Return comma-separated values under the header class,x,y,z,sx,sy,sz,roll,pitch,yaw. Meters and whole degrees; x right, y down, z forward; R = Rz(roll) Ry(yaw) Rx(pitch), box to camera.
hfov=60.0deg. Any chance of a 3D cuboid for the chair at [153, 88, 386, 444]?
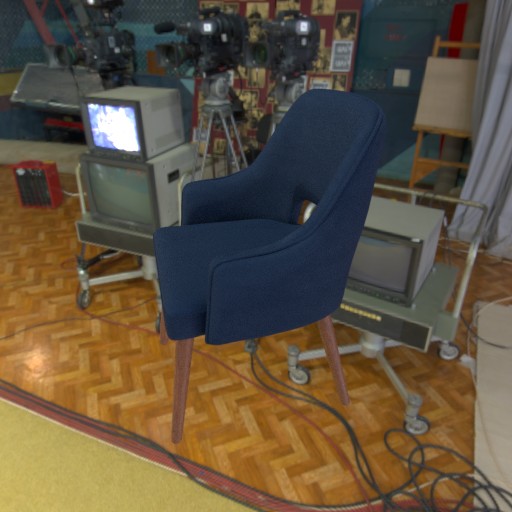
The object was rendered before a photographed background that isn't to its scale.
class,x,y,z,sx,sy,sz,roll,pitch,yaw
chair,0.000,0.000,1.255,0.591,0.844,0.559,-7,29,-13
